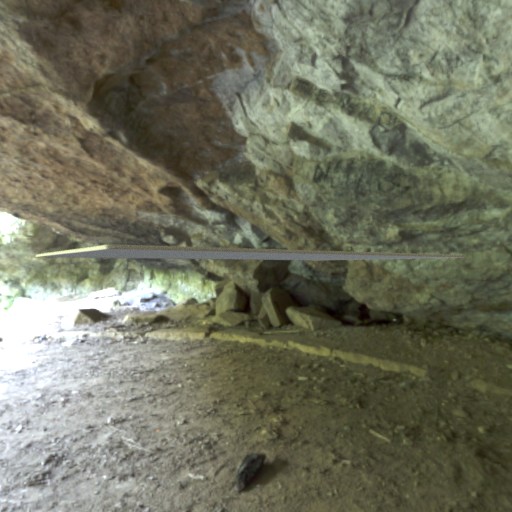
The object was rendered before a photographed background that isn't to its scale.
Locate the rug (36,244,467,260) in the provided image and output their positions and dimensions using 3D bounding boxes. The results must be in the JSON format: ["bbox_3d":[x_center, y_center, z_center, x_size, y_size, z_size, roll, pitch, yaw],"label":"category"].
[{"bbox_3d":[0.000,0.000,2.033,1.676,0.013,1.067,1,-2,-35],"label":"rug"}]
